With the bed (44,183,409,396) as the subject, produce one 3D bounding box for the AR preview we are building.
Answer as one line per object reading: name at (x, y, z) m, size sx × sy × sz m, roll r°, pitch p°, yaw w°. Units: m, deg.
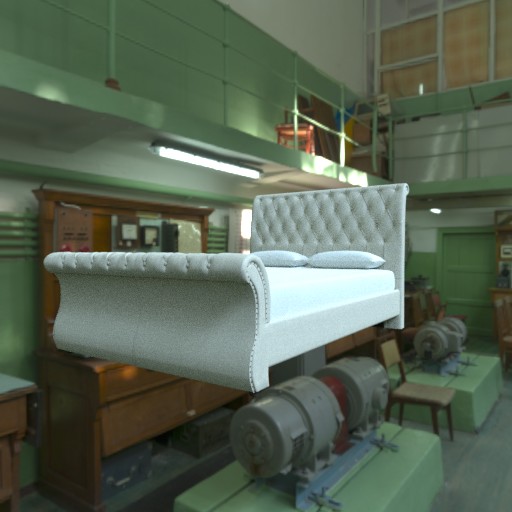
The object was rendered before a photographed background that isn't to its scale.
bed at (0.000, 0.000, 3.396) m, size 1.606 × 1.268 × 2.493 m, roll 1°, pitch 1°, yaw 35°
